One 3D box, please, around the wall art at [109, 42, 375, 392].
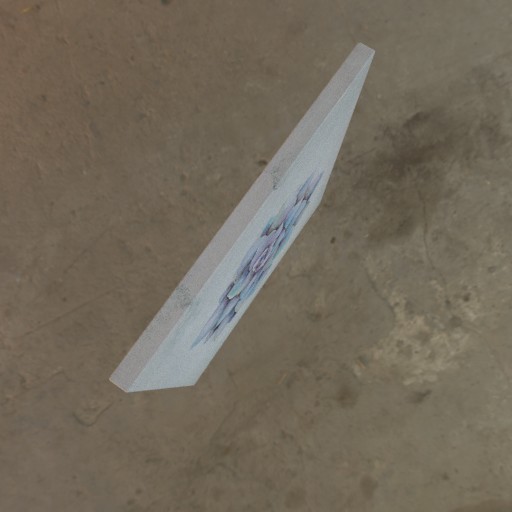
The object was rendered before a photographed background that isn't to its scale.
[{"bbox_3d":[0.000,0.000,1.138,0.038,0.762,0.762,33,77,9],"label":"wall art"}]
